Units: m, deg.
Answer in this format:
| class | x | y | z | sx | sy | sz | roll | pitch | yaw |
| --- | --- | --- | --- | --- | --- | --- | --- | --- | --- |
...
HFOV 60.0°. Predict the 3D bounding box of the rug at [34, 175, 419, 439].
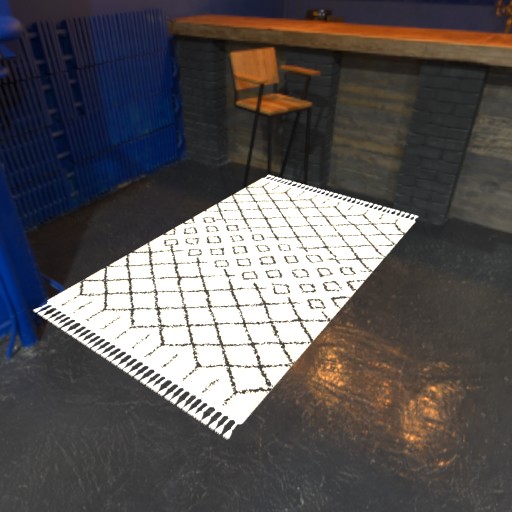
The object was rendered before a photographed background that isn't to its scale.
| class | x | y | z | sx | sy | sz | roll | pitch | yaw |
| --- | --- | --- | --- | --- | --- | --- | --- | --- | --- |
| rug | 0.000 | 0.000 | 2.506 | 1.196 | 0.008 | 2.006 | 21 | 39 | 29 |
